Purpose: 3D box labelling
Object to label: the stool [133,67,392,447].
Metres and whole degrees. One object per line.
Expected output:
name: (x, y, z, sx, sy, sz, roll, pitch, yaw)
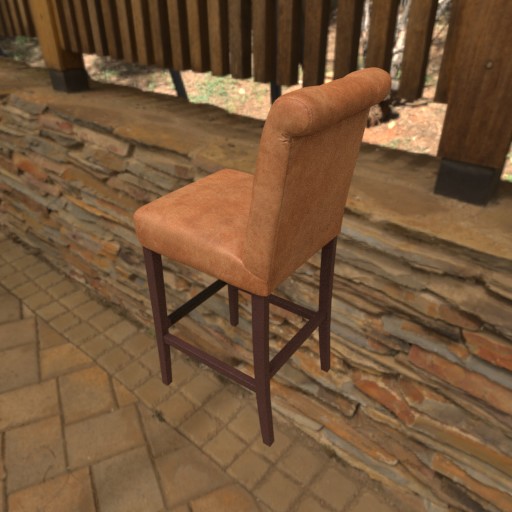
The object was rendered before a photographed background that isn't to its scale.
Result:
stool: (0.000, 0.000, 1.449, 0.601, 1.140, 0.493, 20, 37, 30)
